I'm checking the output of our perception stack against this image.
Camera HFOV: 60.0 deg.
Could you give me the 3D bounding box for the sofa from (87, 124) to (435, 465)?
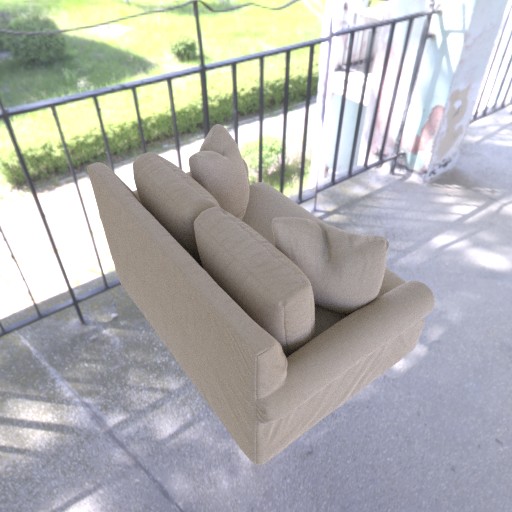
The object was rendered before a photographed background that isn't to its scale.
[{"bbox_3d":[0.000,0.000,2.235,1.070,0.905,1.550,-26,48,-27],"label":"sofa"}]
